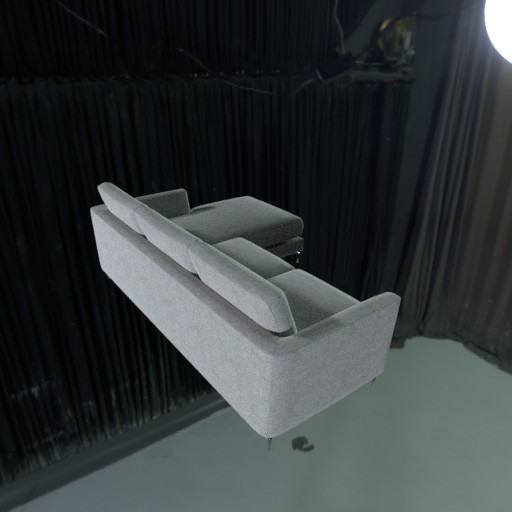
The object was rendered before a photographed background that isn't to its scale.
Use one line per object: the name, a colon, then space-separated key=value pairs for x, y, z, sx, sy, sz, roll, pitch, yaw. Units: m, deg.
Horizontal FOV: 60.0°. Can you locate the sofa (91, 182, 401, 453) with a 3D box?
sofa: x=0.000 y=0.000 z=3.256 sx=1.626 sy=0.864 sz=2.438 roll=-18 pitch=31 yaw=-33
